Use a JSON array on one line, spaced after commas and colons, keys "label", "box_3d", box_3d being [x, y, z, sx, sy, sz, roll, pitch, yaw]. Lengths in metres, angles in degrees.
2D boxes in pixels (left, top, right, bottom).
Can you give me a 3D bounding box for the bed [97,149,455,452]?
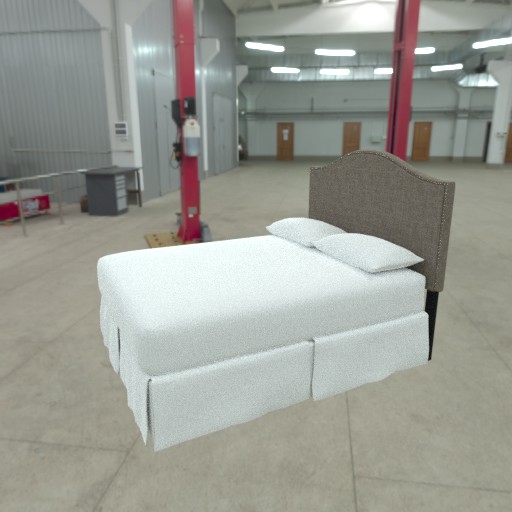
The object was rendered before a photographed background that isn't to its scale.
[{"label": "bed", "box_3d": [0.000, 0.000, 3.310, 2.153, 1.518, 1.713, -8, 17, -26]}]
